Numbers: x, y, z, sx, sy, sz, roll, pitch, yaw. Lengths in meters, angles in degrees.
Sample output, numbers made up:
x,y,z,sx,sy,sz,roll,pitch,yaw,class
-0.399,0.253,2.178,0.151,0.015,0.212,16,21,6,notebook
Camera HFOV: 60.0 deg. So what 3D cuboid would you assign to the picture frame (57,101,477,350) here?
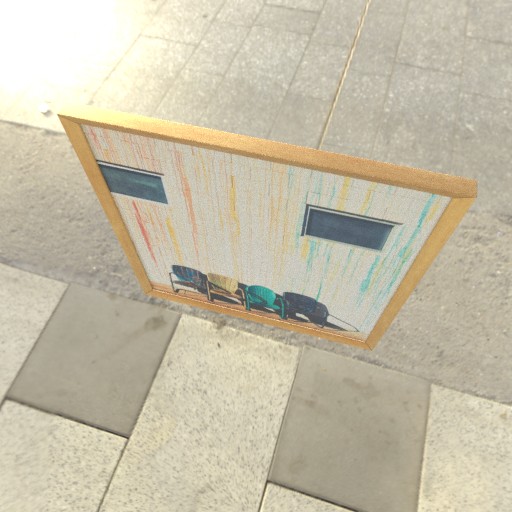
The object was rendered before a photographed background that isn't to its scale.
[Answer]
x,y,z,sx,sy,sz,roll,pitch,yaw,class
0.000,0.000,1.110,0.758,0.761,0.037,13,60,8,picture frame
